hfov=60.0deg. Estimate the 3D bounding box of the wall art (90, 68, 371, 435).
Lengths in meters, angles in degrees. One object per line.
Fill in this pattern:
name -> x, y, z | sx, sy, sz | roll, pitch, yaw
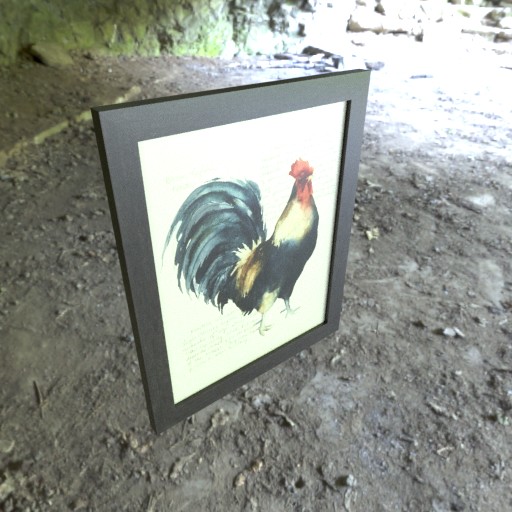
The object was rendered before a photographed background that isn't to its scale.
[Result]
wall art -> 0.000, 0.000, 0.795 | 0.479, 0.580, 0.027 | -22, 38, -31
